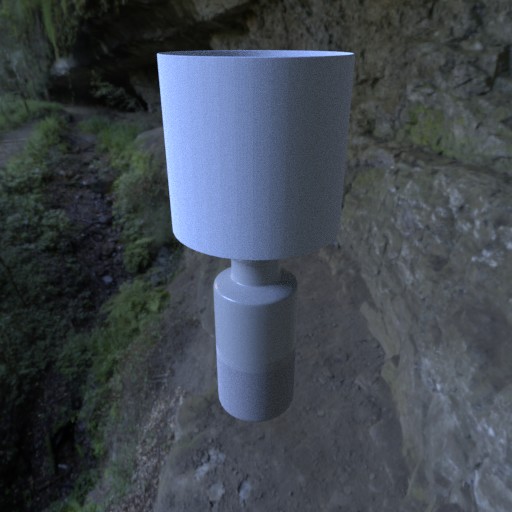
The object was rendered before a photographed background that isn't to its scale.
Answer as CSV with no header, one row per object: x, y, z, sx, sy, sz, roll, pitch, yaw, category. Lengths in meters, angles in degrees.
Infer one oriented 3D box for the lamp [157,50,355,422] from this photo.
0.000,0.000,0.592,0.212,0.493,0.212,9,28,18,lamp
